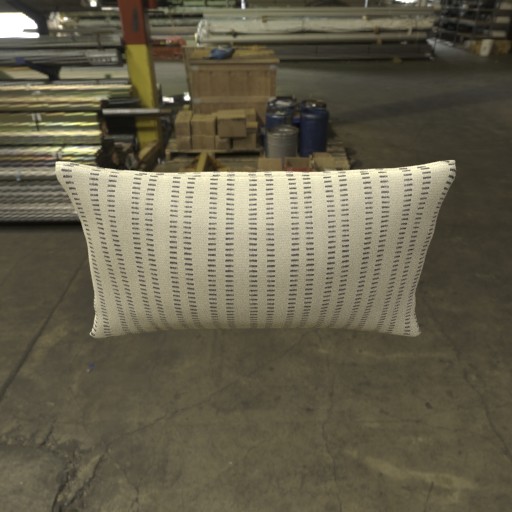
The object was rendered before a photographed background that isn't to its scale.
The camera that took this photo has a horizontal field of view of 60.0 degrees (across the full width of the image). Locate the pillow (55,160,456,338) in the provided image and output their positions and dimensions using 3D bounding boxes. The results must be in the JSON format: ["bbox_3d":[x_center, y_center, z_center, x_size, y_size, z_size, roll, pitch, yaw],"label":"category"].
[{"bbox_3d":[0.000,0.000,0.788,0.640,0.353,0.210,0,31,-1],"label":"pillow"}]
